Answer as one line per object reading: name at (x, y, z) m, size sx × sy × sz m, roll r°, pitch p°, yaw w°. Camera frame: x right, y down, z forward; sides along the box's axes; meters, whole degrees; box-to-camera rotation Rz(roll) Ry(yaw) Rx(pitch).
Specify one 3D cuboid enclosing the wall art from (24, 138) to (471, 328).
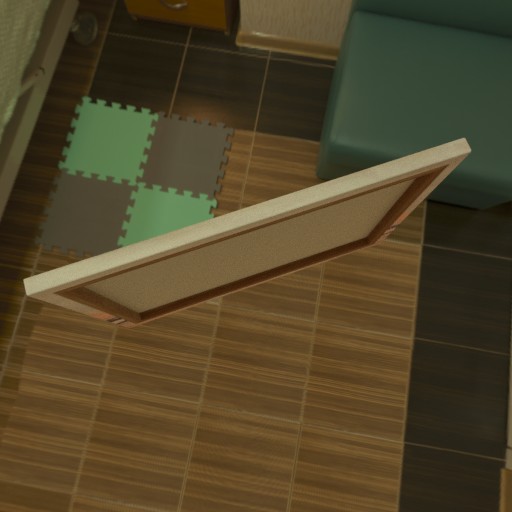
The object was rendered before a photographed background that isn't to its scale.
wall art at (0.000, 0.000, 1.328) m, size 1.015 × 0.763 × 0.038 m, roll -18°, pitch 77°, yaw -5°
